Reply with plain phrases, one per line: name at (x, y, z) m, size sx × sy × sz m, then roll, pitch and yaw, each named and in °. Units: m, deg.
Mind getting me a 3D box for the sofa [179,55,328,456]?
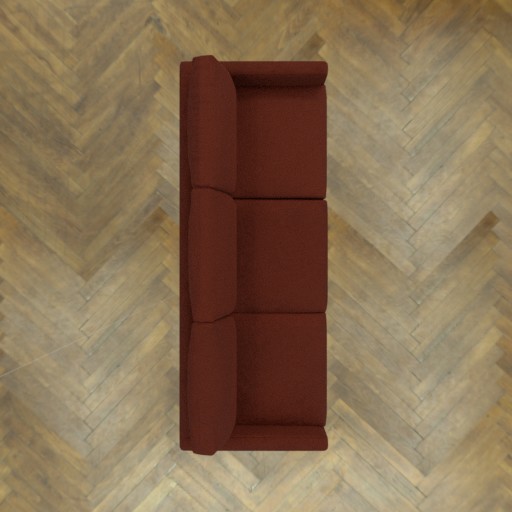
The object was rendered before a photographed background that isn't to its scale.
sofa at (0.000, 0.000, 2.700) m, size 0.875 × 0.879 × 2.252 m, roll 0°, pitch 90°, yaw 0°
